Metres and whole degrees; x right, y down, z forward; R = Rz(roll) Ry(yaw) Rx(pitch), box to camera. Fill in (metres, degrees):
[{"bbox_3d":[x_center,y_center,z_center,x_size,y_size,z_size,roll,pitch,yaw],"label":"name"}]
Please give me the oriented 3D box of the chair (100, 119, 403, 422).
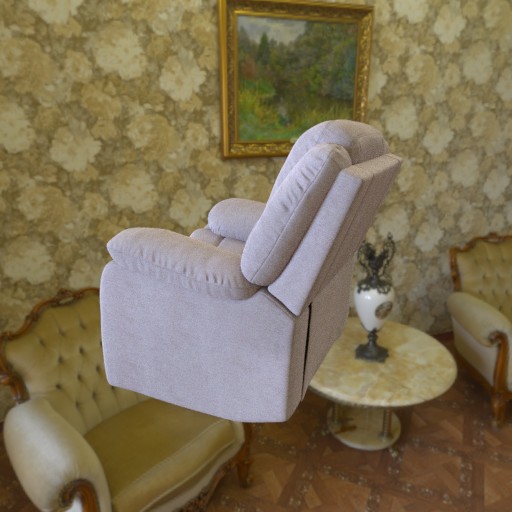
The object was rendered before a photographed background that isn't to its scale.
[{"bbox_3d":[0.000,0.000,1.719,0.944,1.008,0.899,7,18,23],"label":"chair"}]
